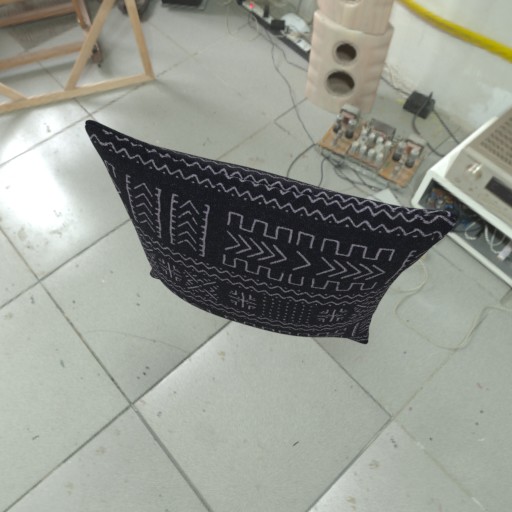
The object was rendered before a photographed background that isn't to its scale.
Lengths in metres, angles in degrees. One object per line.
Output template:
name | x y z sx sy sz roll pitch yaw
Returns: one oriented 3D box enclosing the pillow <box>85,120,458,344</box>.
pillow | 0.000 0.000 0.670 0.438 0.430 0.164 16 64 8
